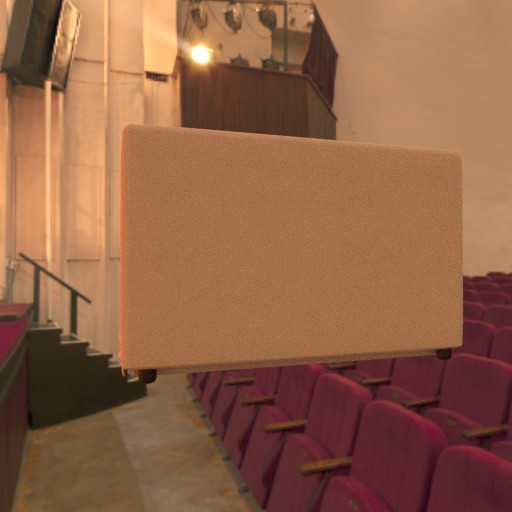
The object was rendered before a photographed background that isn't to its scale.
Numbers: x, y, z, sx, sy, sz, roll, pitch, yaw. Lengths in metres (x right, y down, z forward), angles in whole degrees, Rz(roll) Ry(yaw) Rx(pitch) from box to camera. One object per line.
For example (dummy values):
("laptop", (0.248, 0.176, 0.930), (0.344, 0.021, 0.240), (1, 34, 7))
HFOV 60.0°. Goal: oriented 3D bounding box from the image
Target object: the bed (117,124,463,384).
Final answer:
("bed", (0.000, 0.000, 3.573), (2.119, 1.317, 2.341), (0, 0, -17))
